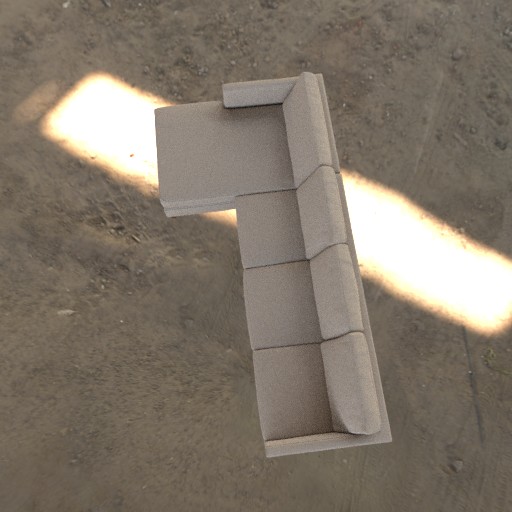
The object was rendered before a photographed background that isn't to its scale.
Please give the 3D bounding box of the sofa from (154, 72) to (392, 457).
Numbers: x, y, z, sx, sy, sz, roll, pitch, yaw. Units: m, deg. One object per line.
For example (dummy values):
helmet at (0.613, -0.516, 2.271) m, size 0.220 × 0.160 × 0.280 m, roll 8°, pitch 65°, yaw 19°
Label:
sofa at (0.000, 0.000, 3.855) m, size 1.625 × 0.846 × 3.186 m, roll -7°, pitch 74°, yaw -2°
